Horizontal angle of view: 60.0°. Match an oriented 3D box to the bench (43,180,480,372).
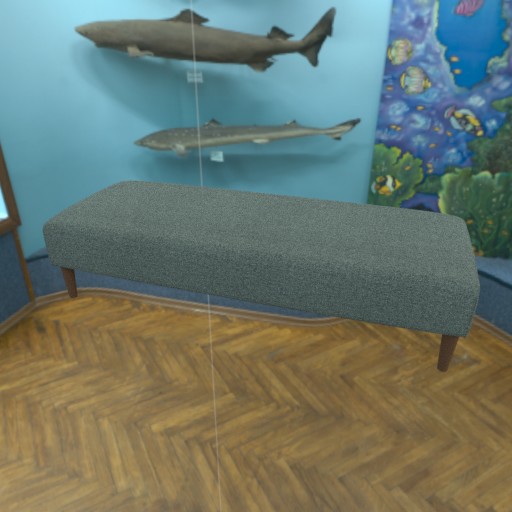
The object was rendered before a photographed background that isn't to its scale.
[{"bbox_3d":[0.000,0.000,1.846,1.598,0.384,0.631,8,29,16],"label":"bench"}]
